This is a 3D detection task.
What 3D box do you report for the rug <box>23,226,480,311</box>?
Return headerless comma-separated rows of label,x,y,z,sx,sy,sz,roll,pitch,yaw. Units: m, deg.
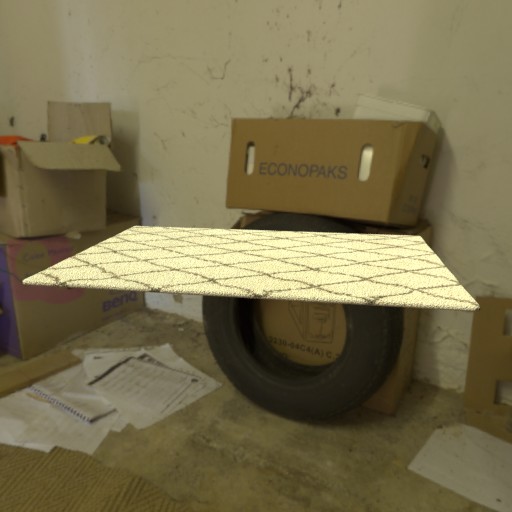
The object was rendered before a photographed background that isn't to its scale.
rug,0.000,0.000,3.035,2.438,0.030,1.524,3,16,9
